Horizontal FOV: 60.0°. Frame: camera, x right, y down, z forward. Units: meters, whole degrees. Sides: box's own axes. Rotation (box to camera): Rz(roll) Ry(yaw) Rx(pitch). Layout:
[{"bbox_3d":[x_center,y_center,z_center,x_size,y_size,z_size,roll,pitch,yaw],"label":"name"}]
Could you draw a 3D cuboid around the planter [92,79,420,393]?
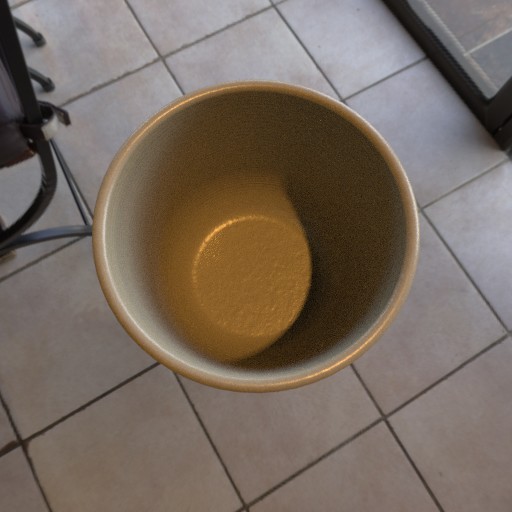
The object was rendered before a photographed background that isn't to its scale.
[{"bbox_3d":[0.000,0.000,0.219,0.124,0.109,0.124,0,76,0],"label":"planter"}]
